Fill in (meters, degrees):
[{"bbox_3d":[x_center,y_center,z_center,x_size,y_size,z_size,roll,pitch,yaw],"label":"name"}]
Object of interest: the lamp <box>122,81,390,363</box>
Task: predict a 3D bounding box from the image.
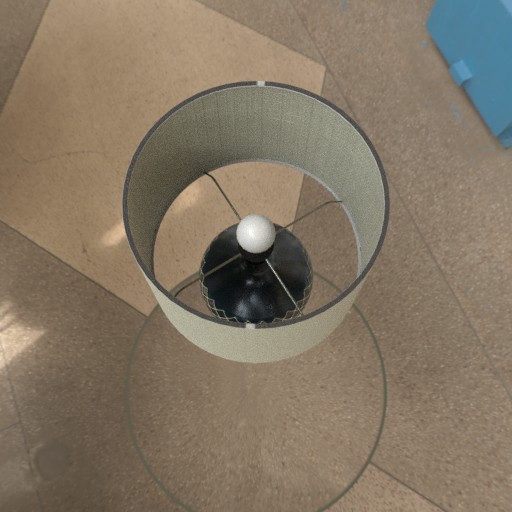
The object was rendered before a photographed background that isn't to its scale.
[{"bbox_3d":[0.000,0.000,0.797,0.376,0.540,0.376,0,74,0],"label":"lamp"}]
